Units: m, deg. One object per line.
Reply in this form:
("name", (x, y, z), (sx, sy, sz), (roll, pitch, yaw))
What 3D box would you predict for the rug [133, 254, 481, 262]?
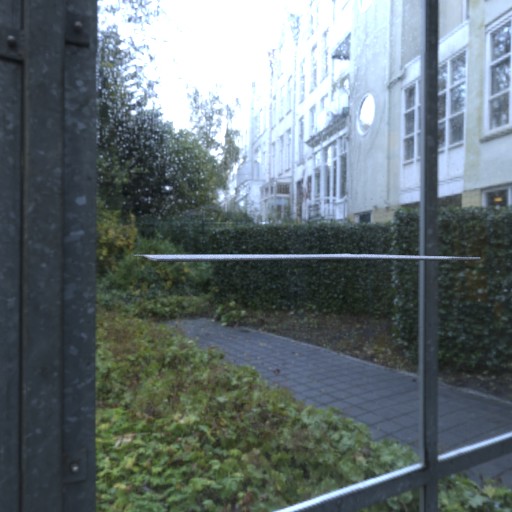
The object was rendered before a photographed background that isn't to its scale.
("rug", (0.000, 0.000, 2.278), (1.159, 0.021, 1.789), (0, 1, -17))
